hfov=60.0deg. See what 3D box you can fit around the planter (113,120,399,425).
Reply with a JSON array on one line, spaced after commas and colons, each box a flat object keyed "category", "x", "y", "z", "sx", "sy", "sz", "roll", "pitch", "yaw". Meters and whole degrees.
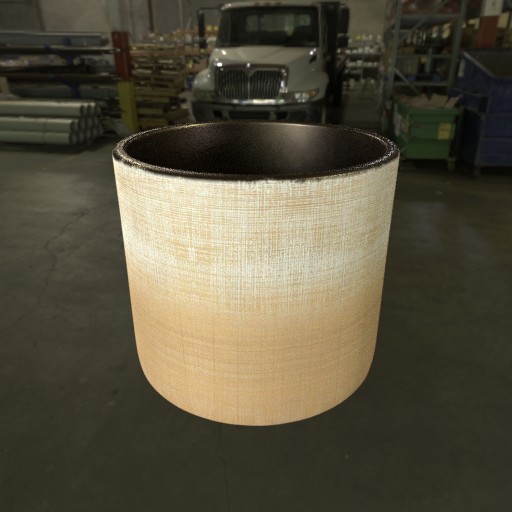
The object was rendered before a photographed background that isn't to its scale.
[{"category": "planter", "x": 0.000, "y": 0.000, "z": 0.390, "sx": 0.221, "sy": 0.201, "sz": 0.221, "roll": 0, "pitch": 26, "yaw": 0}]
